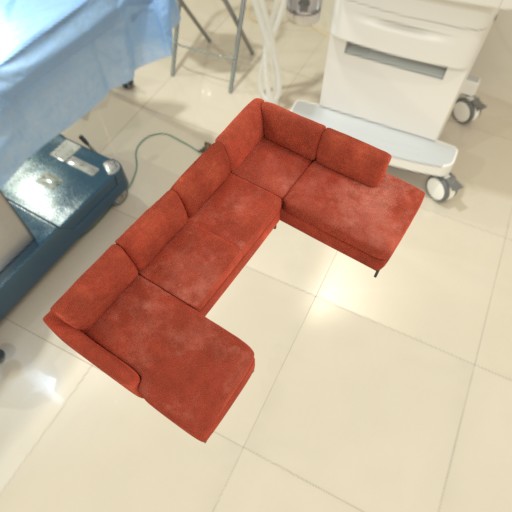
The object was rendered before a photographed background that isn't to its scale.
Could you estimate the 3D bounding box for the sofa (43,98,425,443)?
[{"bbox_3d":[0.000,0.000,3.883,1.981,0.858,2.971,29,63,17],"label":"sofa"}]
